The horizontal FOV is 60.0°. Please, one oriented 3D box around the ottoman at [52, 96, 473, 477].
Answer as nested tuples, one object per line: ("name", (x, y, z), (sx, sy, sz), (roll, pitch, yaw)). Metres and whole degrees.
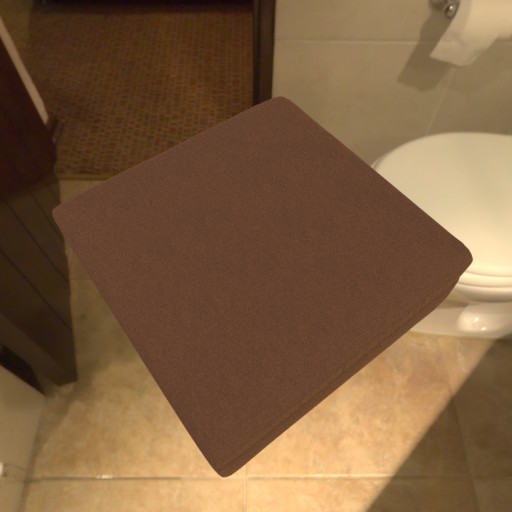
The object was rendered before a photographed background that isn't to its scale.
("ottoman", (0.000, 0.000, 1.819), (1.181, 0.470, 1.181), (-32, 63, -19))
